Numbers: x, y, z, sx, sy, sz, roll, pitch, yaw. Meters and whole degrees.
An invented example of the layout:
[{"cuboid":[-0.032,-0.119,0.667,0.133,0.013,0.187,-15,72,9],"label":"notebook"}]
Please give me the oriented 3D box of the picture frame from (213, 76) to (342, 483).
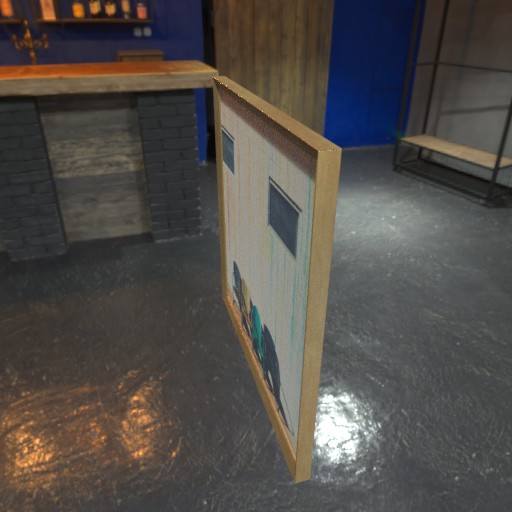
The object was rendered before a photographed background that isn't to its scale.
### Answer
[{"cuboid":[0.000,0.000,1.132,0.037,0.761,0.758,-8,31,-14],"label":"picture frame"}]
